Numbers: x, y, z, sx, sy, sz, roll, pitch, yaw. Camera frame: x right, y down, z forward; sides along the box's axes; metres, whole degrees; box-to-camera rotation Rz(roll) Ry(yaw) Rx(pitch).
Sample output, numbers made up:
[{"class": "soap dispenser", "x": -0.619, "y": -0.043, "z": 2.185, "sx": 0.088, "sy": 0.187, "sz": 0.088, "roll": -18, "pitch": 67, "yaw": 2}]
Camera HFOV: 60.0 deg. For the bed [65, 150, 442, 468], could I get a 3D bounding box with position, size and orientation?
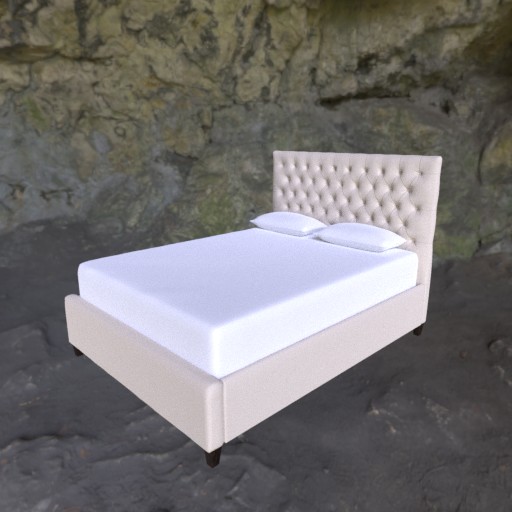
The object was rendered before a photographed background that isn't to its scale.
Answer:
[{"class": "bed", "x": 0.000, "y": 0.000, "z": 3.270, "sx": 2.233, "sy": 1.426, "sz": 1.696, "roll": -14, "pitch": 21, "yaw": -42}]
